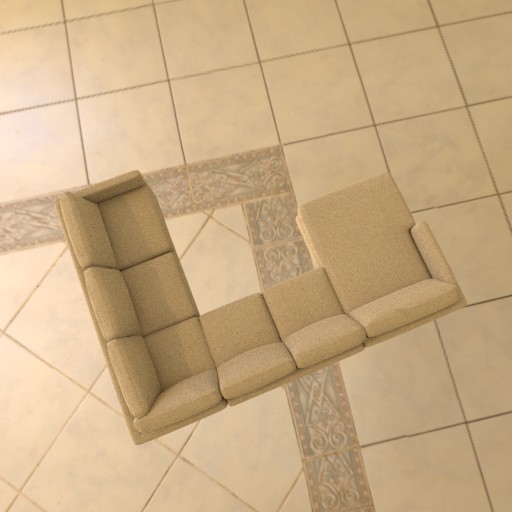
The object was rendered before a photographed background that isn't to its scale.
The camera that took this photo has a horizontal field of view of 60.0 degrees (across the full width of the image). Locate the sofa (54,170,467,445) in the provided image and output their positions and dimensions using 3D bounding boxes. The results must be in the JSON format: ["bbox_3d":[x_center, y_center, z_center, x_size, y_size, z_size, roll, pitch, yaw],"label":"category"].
[{"bbox_3d":[0.000,0.000,4.652,3.460,0.959,2.593,-22,79,-5],"label":"sofa"}]
